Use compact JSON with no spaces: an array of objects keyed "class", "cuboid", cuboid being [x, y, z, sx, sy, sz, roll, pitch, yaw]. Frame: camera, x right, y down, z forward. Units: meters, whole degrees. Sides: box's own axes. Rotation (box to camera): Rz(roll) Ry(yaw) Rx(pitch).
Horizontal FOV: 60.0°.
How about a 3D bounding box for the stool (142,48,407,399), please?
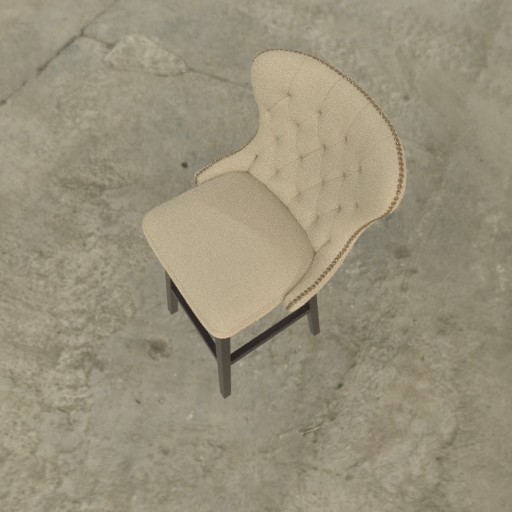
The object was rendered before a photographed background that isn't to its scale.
[{"class":"stool","cuboid":[0.000,0.000,1.409,0.605,1.066,0.528,-32,68,-15]}]
